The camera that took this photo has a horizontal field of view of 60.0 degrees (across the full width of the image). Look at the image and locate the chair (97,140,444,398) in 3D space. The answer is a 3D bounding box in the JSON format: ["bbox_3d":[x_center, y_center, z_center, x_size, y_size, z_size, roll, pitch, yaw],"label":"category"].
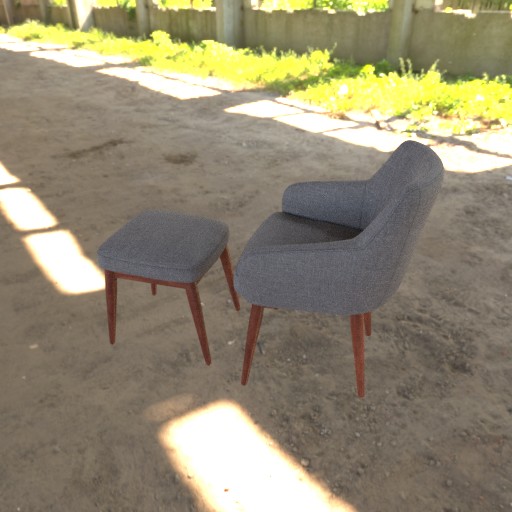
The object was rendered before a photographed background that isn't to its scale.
[{"bbox_3d":[0.000,0.000,1.575,1.107,0.799,0.584,9,31,14],"label":"chair"}]
